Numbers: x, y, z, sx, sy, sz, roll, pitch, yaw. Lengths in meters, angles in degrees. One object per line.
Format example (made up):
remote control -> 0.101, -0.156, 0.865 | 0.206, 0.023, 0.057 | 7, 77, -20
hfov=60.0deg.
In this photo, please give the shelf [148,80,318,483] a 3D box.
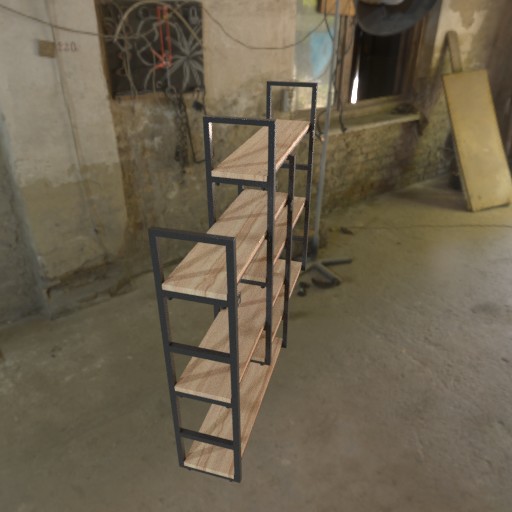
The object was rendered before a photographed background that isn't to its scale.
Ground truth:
shelf -> 0.000, 0.000, 1.415 | 0.183, 0.921, 0.946 | 8, 30, 14
